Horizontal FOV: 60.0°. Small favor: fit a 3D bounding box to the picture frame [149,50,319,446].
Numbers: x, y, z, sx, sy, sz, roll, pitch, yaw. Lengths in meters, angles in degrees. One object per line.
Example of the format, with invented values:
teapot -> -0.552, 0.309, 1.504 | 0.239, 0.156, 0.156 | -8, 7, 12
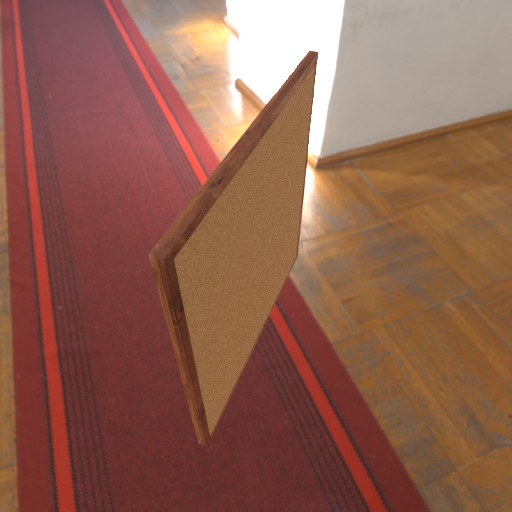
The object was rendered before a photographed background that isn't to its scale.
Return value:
picture frame -> 0.000, 0.000, 1.241 | 0.029, 0.817, 0.810 | 17, 50, 15
